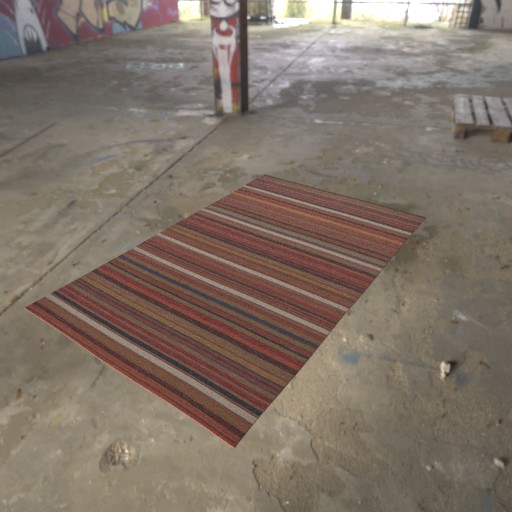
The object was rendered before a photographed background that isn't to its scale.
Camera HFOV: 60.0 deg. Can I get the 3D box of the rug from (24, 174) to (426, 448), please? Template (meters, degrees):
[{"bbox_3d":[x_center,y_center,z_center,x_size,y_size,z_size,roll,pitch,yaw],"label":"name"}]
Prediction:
[{"bbox_3d":[0.000,0.000,2.990,1.523,0.008,2.438,21,38,29],"label":"rug"}]
